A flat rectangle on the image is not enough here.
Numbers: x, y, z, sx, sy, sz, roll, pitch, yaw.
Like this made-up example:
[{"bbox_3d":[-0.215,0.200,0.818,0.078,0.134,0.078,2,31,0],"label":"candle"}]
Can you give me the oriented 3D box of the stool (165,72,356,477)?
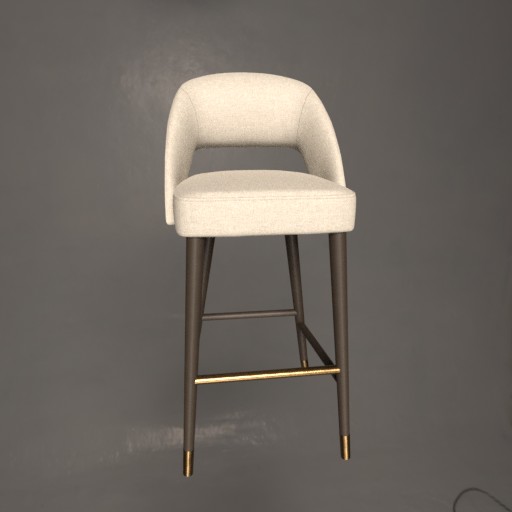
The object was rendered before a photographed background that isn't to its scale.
[{"bbox_3d":[0.000,0.000,1.278,0.494,1.037,0.509,-2,16,-8],"label":"stool"}]
